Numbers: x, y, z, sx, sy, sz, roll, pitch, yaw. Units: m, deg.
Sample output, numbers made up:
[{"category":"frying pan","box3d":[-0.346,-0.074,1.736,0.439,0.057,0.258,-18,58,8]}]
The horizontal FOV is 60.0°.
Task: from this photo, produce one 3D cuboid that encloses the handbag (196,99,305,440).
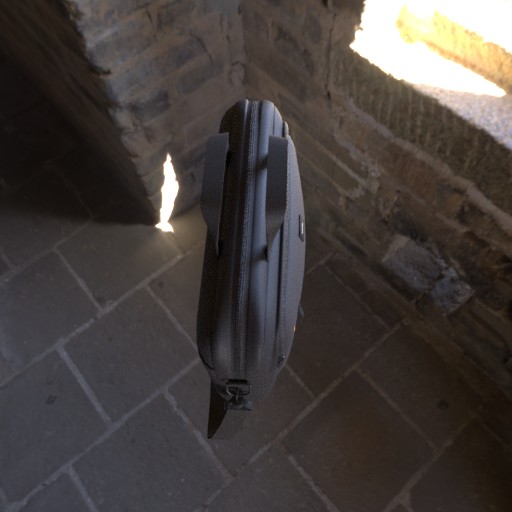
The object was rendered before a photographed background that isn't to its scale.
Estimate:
[{"category":"handbag","box3d":[0.000,0.000,0.577,0.126,0.330,0.429,3,63,1]}]
